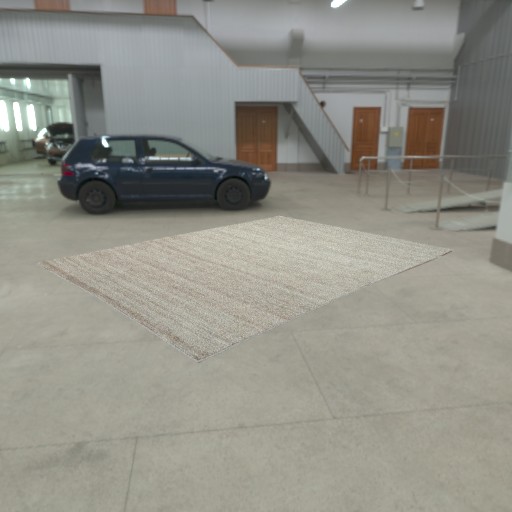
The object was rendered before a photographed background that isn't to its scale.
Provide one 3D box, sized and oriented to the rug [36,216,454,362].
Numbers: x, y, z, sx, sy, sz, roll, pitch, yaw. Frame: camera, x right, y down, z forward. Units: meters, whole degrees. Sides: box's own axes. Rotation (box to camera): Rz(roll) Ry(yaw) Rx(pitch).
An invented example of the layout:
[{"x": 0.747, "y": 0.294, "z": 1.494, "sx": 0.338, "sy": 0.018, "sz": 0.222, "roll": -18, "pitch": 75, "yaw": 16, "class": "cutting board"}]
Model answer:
[{"x": 0.000, "y": 0.000, "z": 4.231, "sx": 3.202, "sy": 0.045, "sz": 2.434, "roll": -15, "pitch": 22, "yaw": -41, "class": "rug"}]
